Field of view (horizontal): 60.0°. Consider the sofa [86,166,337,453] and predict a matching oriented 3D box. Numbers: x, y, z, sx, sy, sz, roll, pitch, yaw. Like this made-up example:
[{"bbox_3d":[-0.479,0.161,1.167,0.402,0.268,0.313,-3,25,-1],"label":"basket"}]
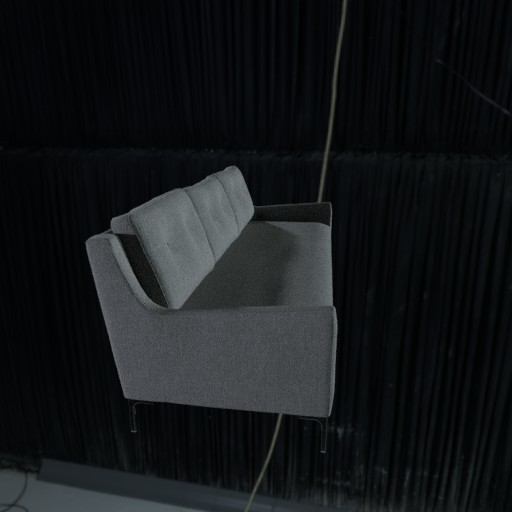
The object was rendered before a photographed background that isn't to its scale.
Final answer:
[{"bbox_3d":[0.000,0.000,2.470,0.849,0.837,2.060,3,17,8],"label":"sofa"}]
